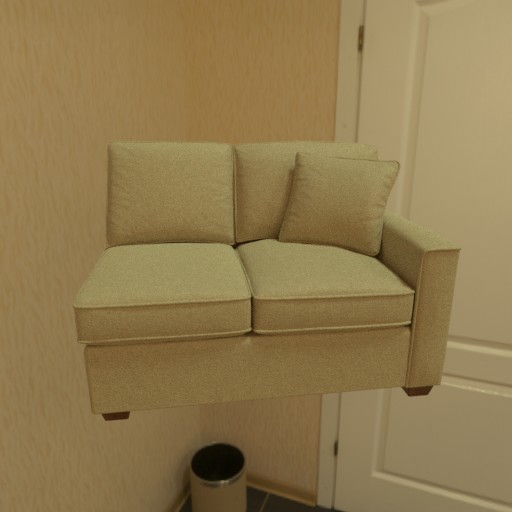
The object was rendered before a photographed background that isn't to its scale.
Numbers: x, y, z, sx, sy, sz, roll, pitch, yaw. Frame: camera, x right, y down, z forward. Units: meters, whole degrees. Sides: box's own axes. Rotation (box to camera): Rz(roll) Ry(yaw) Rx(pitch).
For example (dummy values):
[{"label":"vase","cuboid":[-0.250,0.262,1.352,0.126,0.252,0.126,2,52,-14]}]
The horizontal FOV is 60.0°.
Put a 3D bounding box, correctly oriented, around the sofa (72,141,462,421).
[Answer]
[{"label":"sofa","cuboid":[0.000,0.000,2.000,1.388,0.989,0.991,-2,17,-7]}]
